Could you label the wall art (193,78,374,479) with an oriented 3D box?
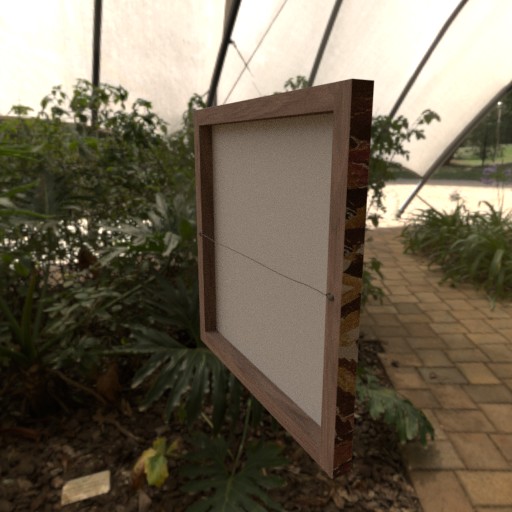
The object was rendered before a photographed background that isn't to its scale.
[{"bbox_3d":[0.000,0.000,0.919,0.041,0.613,0.609,-7,16,-27],"label":"wall art"}]
